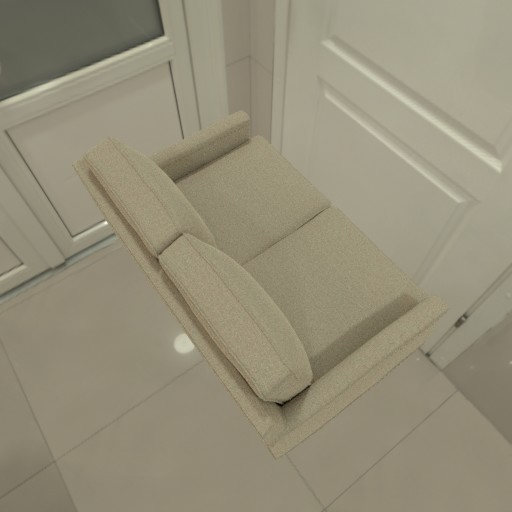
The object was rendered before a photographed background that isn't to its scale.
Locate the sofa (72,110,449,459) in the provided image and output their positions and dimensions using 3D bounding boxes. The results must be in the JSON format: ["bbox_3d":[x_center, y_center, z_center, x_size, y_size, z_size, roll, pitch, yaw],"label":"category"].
[{"bbox_3d":[0.000,0.000,2.223,1.084,1.003,1.597,-32,63,-18],"label":"sofa"}]
